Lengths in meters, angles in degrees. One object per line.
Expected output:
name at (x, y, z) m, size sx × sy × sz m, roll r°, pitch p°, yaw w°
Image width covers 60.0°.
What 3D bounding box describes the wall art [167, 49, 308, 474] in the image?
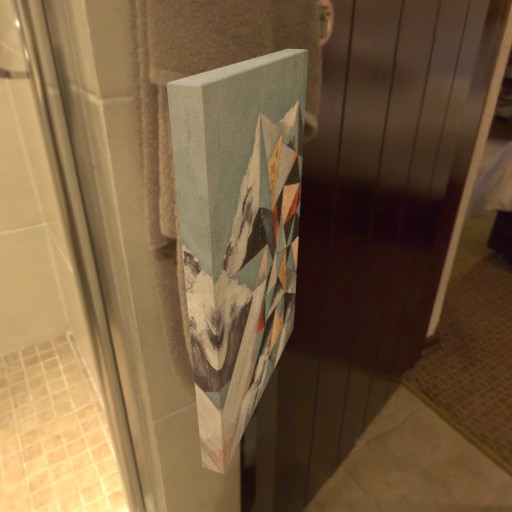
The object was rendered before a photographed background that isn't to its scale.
wall art at (0.000, 0.000, 1.128) m, size 0.061 × 0.911 × 0.609 m, roll 11°, pitch 31°, yaw 18°
